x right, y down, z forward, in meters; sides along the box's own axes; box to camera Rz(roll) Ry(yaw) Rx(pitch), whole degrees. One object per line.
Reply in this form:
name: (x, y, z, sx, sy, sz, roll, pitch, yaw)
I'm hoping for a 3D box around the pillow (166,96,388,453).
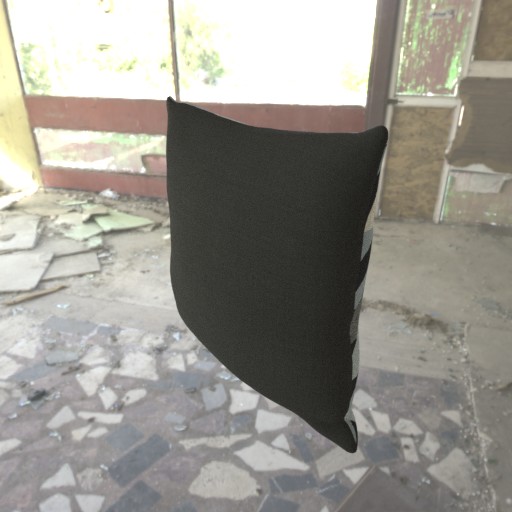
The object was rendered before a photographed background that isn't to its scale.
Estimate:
pillow: (0.000, 0.000, 0.759, 0.208, 0.496, 0.503, -19, 32, -34)
